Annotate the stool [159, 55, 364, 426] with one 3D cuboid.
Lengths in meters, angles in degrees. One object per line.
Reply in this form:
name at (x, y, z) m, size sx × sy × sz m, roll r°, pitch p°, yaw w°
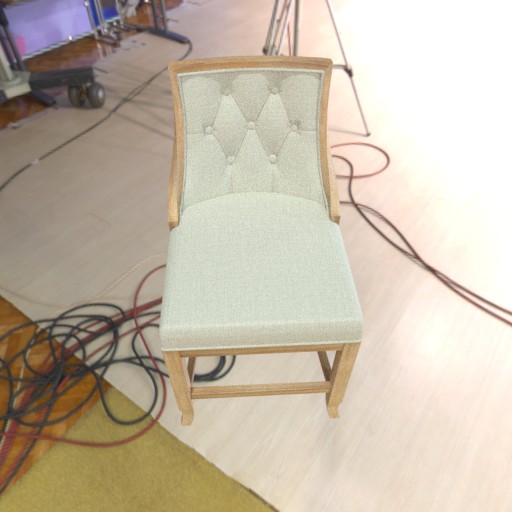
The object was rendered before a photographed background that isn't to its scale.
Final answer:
stool at (0.000, 0.000, 1.332) m, size 0.524 × 0.938 × 0.626 m, roll -2°, pitch 47°, yaw -2°
